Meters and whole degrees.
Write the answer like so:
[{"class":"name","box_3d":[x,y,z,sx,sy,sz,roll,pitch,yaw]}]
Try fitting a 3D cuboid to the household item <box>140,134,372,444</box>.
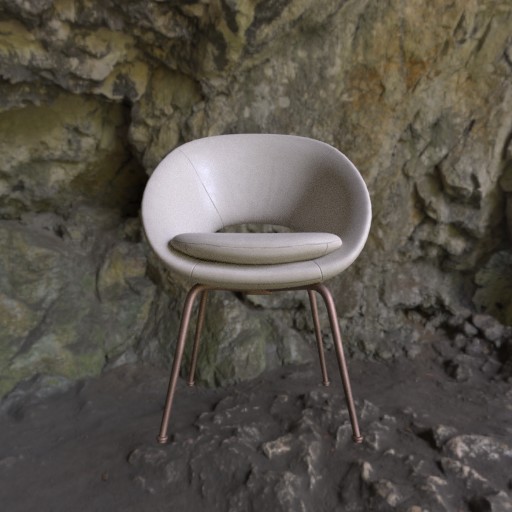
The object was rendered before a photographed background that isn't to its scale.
[{"class":"household item","box_3d":[0.000,0.000,1.282,0.623,0.852,0.573,0,0,0]}]
